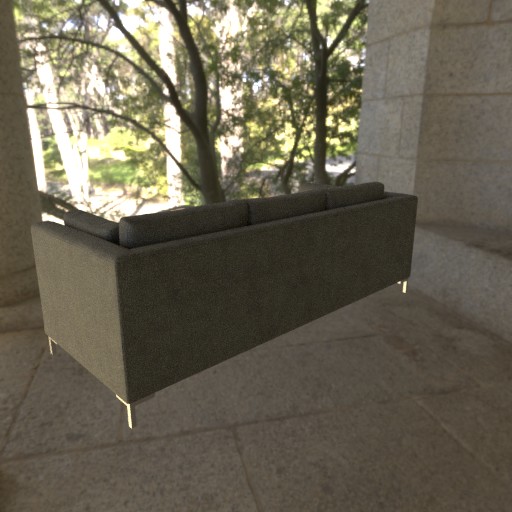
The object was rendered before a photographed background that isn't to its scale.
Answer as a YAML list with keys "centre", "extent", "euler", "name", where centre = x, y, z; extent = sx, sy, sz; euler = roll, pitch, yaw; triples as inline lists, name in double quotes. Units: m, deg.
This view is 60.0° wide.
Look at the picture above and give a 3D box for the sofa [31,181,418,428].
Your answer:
- centre: [0.000, 0.000, 2.894]
  extent: [2.415, 0.867, 0.969]
  euler: [-15, 22, -42]
  name: "sofa"
